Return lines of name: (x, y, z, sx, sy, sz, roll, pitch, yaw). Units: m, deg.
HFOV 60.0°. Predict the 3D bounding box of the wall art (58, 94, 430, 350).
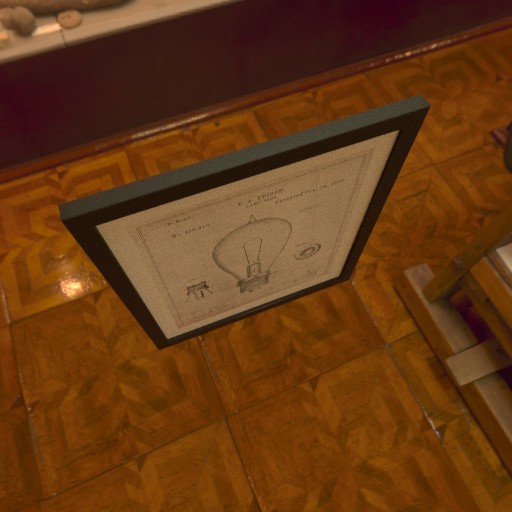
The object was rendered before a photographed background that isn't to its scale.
wall art: (0.000, 0.000, 0.714, 0.430, 0.509, 0.021, -19, 65, -9)
